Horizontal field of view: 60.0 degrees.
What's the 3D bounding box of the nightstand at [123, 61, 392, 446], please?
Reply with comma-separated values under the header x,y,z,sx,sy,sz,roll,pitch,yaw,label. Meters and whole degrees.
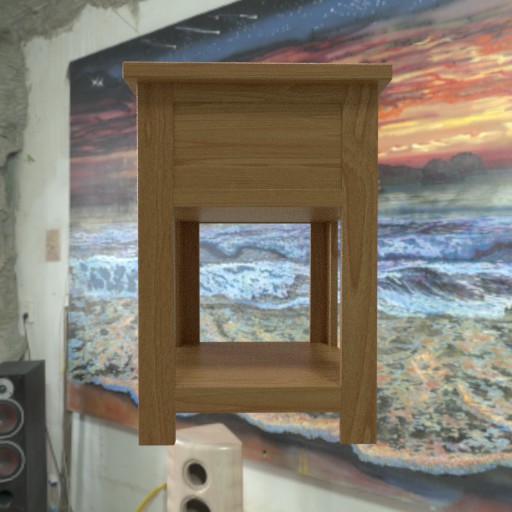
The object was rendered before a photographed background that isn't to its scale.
x,y,z,sx,sy,sz,roll,pitch,yaw,label
0.000,0.000,0.910,0.428,0.614,0.418,0,0,-1,nightstand
